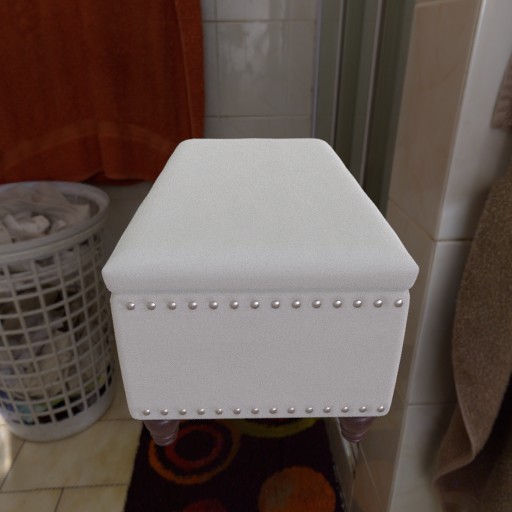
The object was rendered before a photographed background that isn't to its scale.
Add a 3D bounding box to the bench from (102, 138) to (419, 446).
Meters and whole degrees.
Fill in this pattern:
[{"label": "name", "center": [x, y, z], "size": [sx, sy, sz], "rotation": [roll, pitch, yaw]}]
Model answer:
[{"label": "bench", "center": [0.000, 0.000, 1.170], "size": [0.500, 0.449, 0.887], "rotation": [0, 27, -1]}]
